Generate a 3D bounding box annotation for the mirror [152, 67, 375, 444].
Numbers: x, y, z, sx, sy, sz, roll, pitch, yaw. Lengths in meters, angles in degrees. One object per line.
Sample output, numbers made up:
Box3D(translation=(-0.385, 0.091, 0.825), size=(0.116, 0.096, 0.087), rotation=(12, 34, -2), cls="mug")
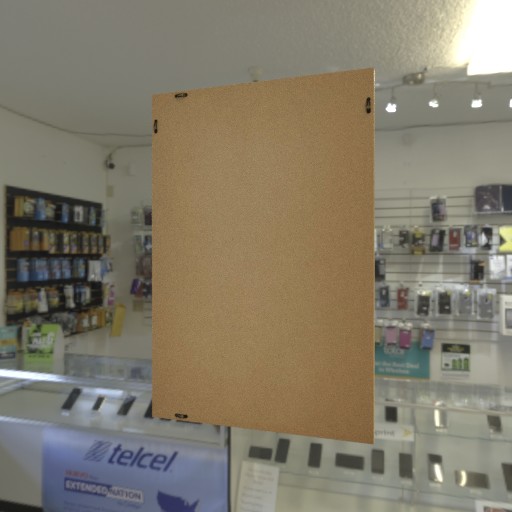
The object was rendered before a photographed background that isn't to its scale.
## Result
Box3D(translation=(0.000, 0.000, 1.181), size=(0.609, 0.915, 0.040), rotation=(0, 0, 18), cls="mirror")
